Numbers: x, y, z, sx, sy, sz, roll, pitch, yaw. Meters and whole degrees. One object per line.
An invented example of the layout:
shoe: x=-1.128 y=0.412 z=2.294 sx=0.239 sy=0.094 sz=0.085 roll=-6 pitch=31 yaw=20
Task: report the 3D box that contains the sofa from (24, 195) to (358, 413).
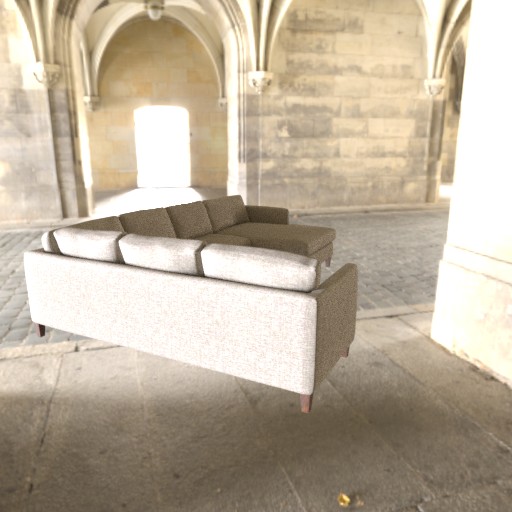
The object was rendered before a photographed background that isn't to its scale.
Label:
sofa: x=0.000 y=0.000 z=4.598 sx=2.593 sy=0.959 sz=3.460 roll=7 pitch=15 yaw=26
